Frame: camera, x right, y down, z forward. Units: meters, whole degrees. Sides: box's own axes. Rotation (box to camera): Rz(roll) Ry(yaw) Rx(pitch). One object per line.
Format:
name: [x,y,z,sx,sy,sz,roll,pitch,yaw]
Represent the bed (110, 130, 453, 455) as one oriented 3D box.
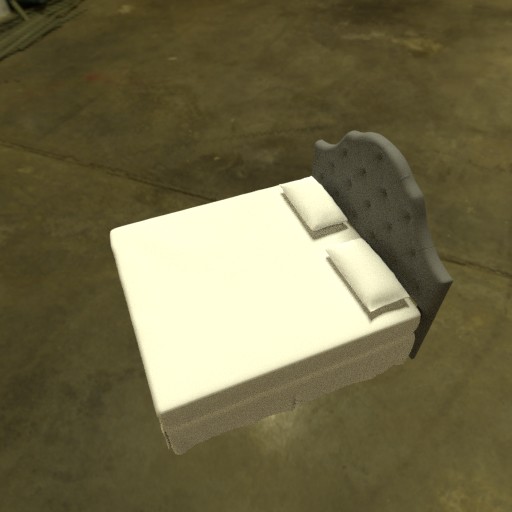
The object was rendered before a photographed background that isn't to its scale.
bed: [0.000,0.000,3.639,2.214,1.615,2.008,-17,49,-15]
